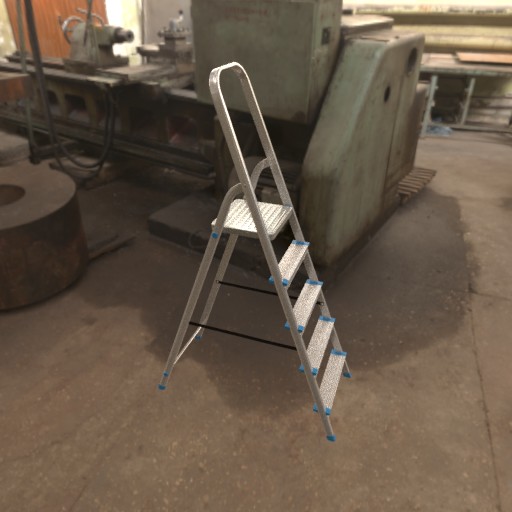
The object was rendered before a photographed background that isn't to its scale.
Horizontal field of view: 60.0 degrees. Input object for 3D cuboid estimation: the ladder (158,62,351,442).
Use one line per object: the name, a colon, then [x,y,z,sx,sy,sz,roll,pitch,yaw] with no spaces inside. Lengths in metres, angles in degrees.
ladder: [0.000,0.000,2.073,0.990,1.648,0.468,11,32,17]
